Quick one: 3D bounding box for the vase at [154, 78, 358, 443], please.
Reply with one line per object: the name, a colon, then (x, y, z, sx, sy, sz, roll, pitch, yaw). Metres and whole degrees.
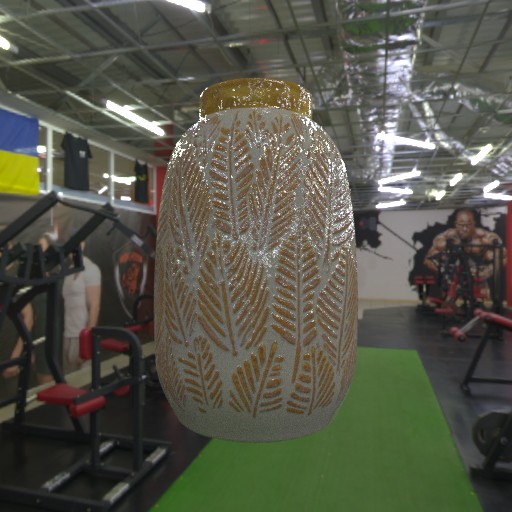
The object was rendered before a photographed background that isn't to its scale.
vase: (0.000, 0.000, 0.382, 0.172, 0.270, 0.172, 0, 0, 0)
